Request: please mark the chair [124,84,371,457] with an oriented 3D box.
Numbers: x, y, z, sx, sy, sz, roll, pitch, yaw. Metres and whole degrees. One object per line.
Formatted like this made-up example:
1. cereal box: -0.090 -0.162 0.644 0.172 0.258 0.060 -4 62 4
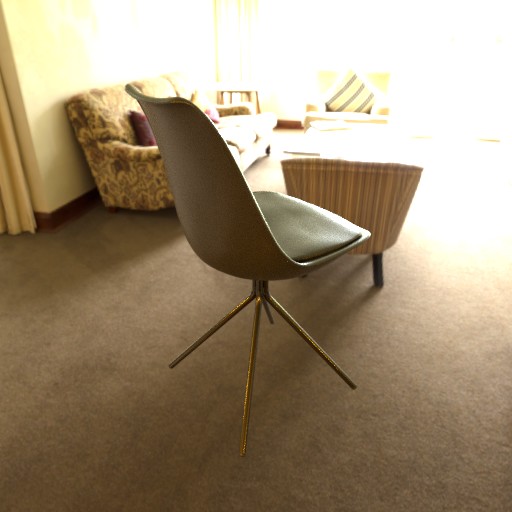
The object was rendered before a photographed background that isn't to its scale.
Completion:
1. chair: 0.000 0.000 1.151 0.525 0.850 0.461 -18 33 -31
